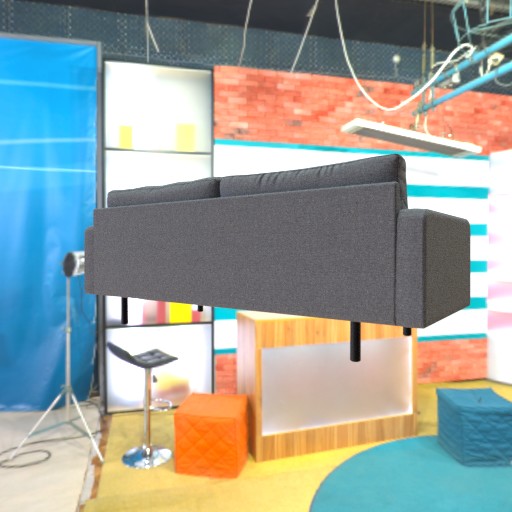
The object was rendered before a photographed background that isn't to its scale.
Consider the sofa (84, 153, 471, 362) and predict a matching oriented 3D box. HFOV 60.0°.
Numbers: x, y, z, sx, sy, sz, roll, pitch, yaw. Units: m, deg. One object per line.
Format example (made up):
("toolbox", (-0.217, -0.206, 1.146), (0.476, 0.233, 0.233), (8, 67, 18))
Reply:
("sofa", (0.000, 0.000, 2.641), (2.200, 0.880, 0.880), (1, 1, 36))
